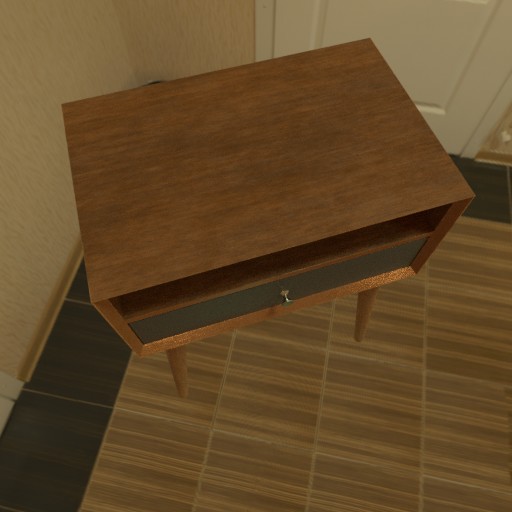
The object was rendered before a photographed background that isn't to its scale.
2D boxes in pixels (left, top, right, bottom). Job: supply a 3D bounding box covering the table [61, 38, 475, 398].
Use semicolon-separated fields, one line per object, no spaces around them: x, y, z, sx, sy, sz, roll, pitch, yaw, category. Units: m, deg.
0.000;0.000;0.816;0.454;0.580;0.307;-16;63;-8;table
